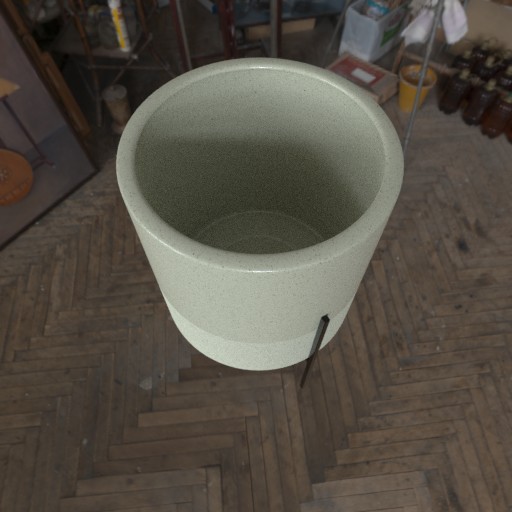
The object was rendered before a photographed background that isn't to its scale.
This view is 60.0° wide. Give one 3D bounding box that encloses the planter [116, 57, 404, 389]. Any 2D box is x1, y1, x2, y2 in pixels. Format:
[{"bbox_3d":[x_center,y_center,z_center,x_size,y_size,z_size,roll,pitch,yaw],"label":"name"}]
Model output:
[{"bbox_3d":[0.000,0.000,0.690,0.323,0.475,0.314,0,59,0],"label":"planter"}]
